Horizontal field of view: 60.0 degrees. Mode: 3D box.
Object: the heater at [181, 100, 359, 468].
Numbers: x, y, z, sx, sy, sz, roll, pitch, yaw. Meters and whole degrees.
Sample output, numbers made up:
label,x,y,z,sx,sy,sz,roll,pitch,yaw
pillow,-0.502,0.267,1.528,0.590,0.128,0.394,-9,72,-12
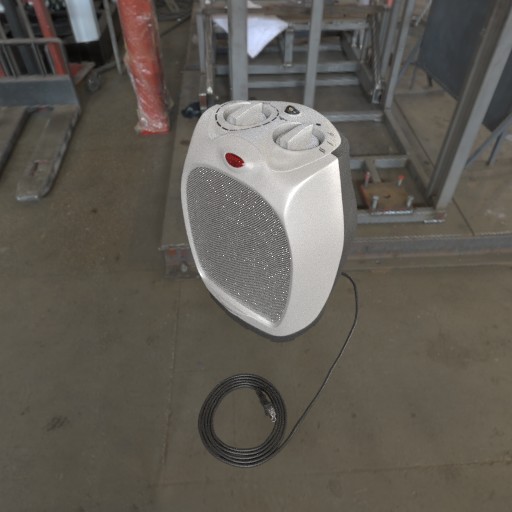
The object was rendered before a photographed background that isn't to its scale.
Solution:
label,x,y,z,sx,sy,sz,roll,pitch,yaw
heater,0.000,0.000,0.461,0.239,0.255,0.291,32,54,28
